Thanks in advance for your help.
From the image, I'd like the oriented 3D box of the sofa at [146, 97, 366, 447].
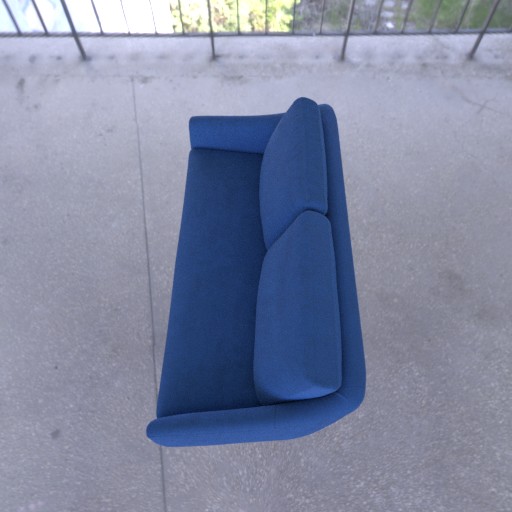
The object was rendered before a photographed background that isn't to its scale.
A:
[{"bbox_3d":[0.000,0.000,2.564,0.960,0.903,2.036,1,59,0],"label":"sofa"}]
